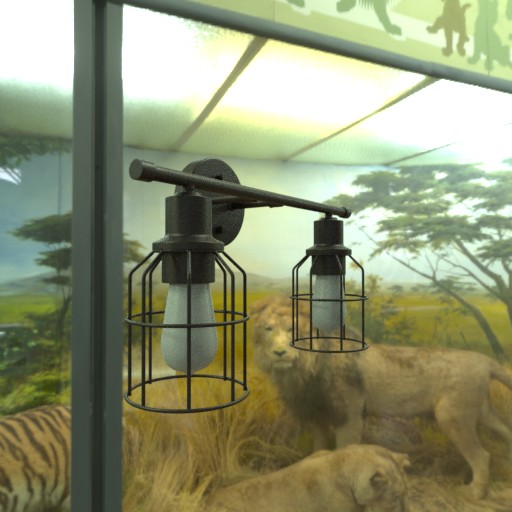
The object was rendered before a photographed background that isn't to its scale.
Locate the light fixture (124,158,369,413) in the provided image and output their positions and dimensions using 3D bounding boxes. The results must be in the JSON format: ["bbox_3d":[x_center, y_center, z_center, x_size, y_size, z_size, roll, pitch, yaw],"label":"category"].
[{"bbox_3d":[0.000,0.000,0.538,0.165,0.254,0.406,0,-1,36],"label":"light fixture"}]
